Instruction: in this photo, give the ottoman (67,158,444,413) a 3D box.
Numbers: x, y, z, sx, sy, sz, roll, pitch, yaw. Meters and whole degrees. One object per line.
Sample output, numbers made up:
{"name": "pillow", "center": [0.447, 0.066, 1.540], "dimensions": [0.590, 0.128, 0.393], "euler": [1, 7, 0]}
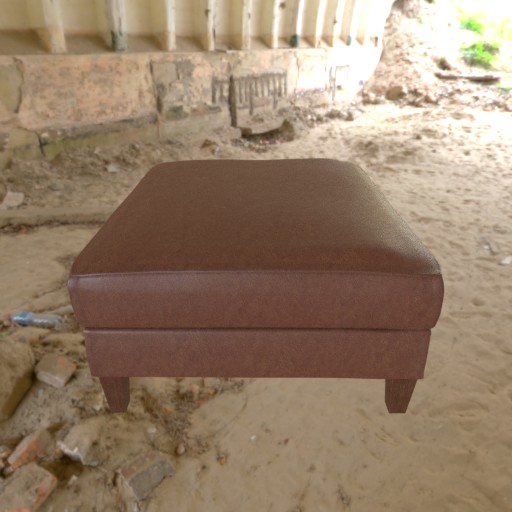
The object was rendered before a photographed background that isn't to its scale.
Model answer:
{"name": "ottoman", "center": [0.000, 0.000, 1.448], "dimensions": [0.836, 0.472, 0.987], "euler": [0, 26, 0]}
